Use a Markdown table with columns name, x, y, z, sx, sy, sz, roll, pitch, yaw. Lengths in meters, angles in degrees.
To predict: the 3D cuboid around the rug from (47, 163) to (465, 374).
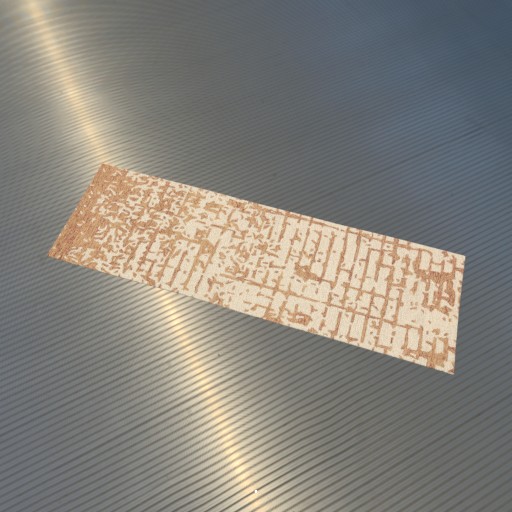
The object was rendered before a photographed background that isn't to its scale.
| name | x | y | z | sx | sy | sz | roll | pitch | yaw |
| --- | --- | --- | --- | --- | --- | --- | --- | --- | --- |
| rug | 0.000 | 0.000 | 2.698 | 2.435 | 0.011 | 0.750 | 15 | 63 | 8 |
